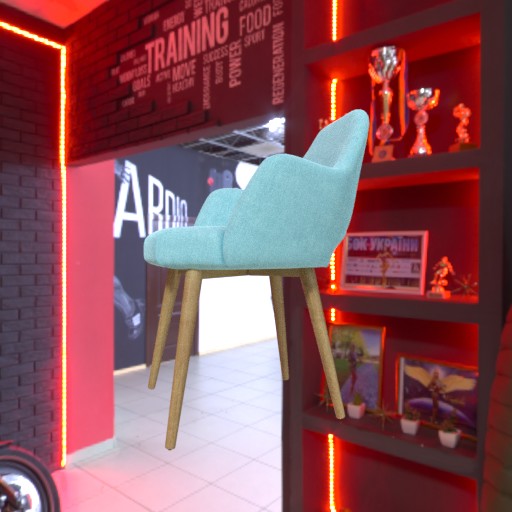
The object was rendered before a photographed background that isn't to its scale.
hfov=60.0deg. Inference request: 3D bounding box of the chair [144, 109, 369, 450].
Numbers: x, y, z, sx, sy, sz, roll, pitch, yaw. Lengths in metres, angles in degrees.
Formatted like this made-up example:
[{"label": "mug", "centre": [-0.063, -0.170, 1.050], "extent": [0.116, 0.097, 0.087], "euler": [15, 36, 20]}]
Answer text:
[{"label": "chair", "centre": [0.000, 0.000, 1.262], "extent": [0.610, 0.840, 0.590], "euler": [0, 0, -18]}]
